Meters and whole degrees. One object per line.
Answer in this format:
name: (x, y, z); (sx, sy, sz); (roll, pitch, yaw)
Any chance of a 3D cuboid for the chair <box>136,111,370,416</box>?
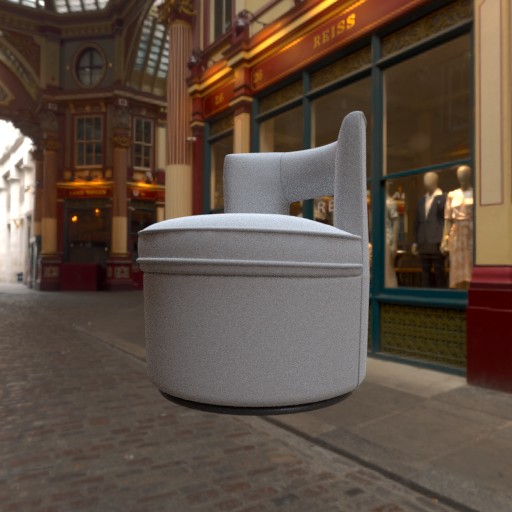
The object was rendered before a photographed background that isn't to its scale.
chair: (0.000, 0.000, 1.269); (0.665, 0.723, 0.650); (0, 0, -37)
